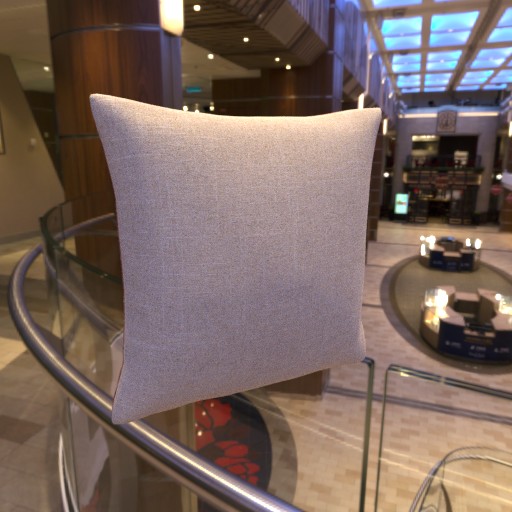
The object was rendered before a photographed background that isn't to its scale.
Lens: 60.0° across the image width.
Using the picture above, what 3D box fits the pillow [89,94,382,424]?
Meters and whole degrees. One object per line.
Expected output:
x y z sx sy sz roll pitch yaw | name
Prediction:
0.000 0.000 0.760 0.511 0.503 0.182 -7 15 -26 | pillow
